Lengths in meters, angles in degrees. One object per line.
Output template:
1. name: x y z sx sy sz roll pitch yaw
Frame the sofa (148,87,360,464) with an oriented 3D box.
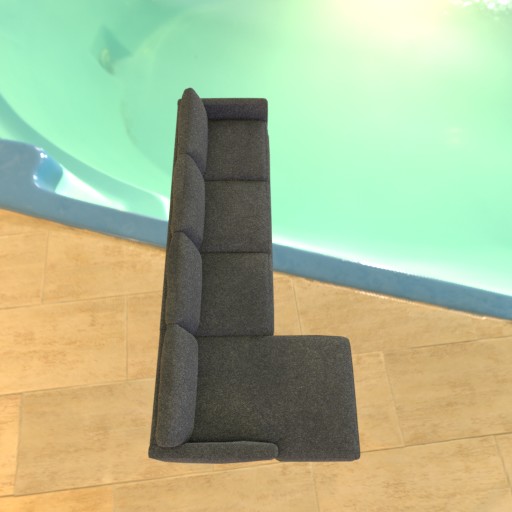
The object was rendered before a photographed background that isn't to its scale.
1. sofa: 0.000 0.000 3.460 1.350 0.810 2.932 -1 65 0
